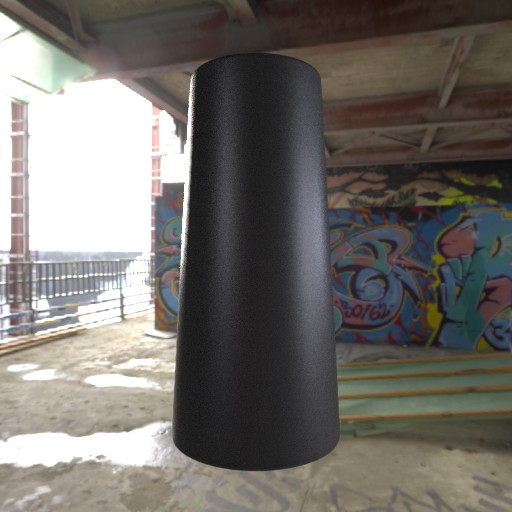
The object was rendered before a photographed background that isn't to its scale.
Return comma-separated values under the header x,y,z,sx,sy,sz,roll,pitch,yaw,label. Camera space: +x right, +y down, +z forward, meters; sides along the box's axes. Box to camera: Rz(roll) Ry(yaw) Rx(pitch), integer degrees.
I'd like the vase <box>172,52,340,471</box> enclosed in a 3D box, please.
x,y,z,sx,sy,sz,roll,pitch,yaw,label
0.000,0.000,0.365,0.136,0.289,0.136,0,1,36,vase
